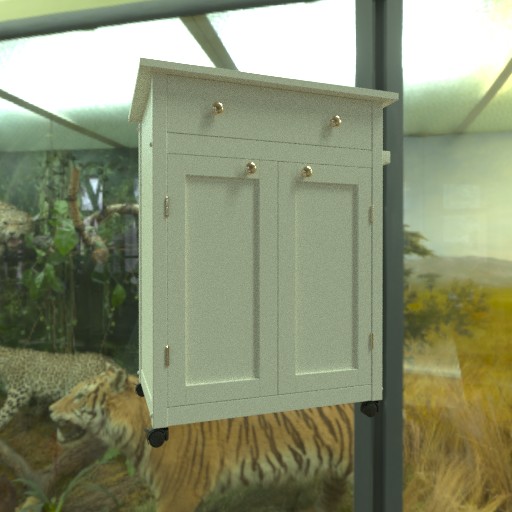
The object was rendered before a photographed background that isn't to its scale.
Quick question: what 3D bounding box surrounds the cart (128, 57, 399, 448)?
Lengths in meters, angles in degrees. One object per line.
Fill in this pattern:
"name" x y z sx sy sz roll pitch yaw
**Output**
"cart" 0.000 0.000 1.280 0.683 0.864 0.442 0 0 -19
